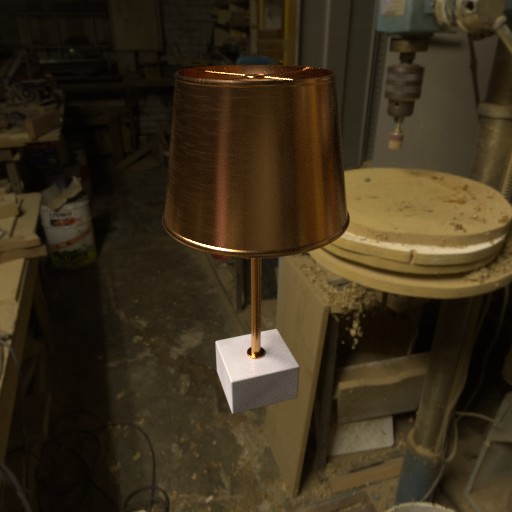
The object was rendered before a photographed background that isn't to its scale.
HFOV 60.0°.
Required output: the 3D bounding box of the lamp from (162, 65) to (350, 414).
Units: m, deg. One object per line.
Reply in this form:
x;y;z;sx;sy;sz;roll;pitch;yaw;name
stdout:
0.000;0.000;0.526;0.208;0.406;0.208;0;28;0;lamp
